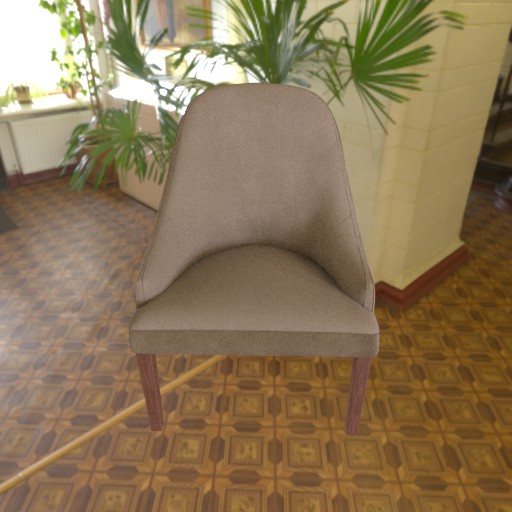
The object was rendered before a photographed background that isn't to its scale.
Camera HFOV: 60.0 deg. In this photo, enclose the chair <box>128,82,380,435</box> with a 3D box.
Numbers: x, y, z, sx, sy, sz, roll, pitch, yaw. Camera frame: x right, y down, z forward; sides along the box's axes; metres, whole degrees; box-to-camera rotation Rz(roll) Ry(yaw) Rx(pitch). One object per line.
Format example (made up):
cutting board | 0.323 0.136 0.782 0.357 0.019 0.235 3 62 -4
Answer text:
chair | 0.000 0.000 1.312 0.643 0.889 0.575 1 30 1
